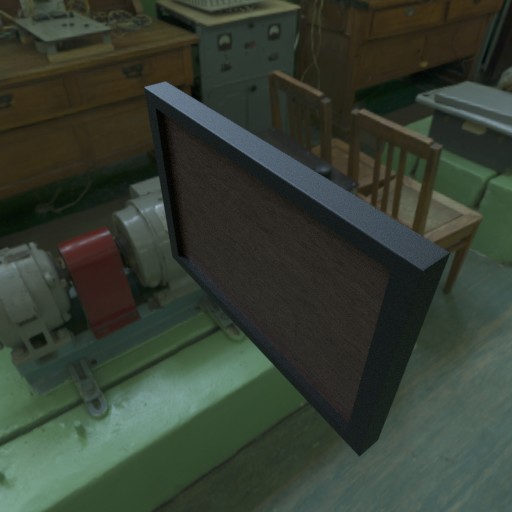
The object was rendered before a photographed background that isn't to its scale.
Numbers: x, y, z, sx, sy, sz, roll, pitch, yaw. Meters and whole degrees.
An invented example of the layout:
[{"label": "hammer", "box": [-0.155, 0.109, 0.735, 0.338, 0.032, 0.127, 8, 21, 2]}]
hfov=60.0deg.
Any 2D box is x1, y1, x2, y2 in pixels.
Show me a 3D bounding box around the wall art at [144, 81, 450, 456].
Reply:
[{"label": "wall art", "box": [0.000, 0.000, 0.848, 0.051, 0.456, 0.671, -27, 48, -27]}]
